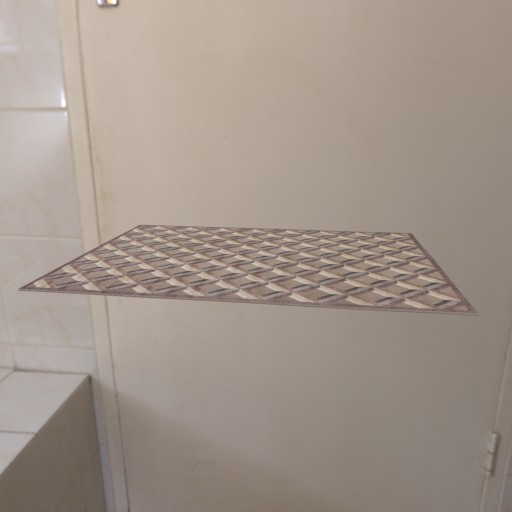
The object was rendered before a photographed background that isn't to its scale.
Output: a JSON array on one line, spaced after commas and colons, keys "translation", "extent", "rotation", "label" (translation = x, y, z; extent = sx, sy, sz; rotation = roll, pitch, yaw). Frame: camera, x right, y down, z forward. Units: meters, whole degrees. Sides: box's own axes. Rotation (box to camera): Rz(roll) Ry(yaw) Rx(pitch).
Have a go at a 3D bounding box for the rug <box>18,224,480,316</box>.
[{"translation": [0.000, 0.000, 2.889], "extent": [2.260, 0.013, 1.600], "rotation": [2, 16, 8], "label": "rug"}]
